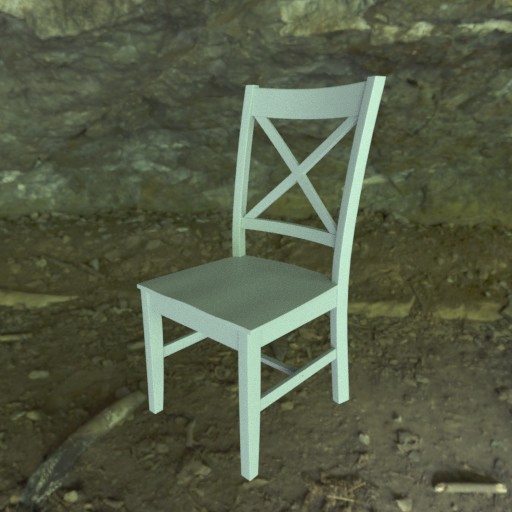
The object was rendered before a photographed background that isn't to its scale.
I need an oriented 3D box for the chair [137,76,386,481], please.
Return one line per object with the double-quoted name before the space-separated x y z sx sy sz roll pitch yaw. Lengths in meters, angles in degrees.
"chair" 0.000 0.000 1.298 0.485 0.983 0.542 15 22 40
